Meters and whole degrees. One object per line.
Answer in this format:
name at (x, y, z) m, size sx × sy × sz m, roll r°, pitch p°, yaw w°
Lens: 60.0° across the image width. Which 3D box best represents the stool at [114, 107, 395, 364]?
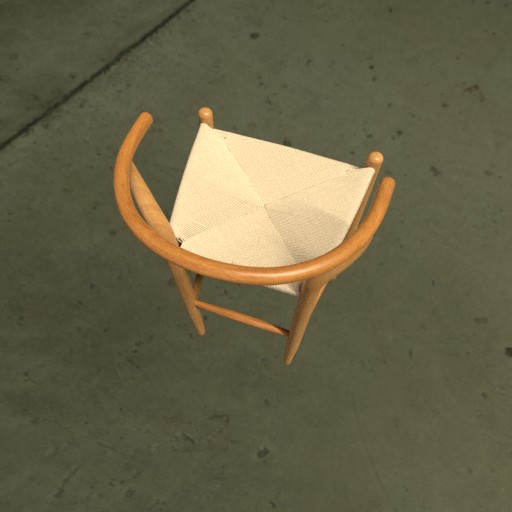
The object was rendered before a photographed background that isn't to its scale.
stool at (0.000, 0.000, 1.305) m, size 0.569 × 0.970 × 0.579 m, roll 17°, pitch 64°, yaw 8°
